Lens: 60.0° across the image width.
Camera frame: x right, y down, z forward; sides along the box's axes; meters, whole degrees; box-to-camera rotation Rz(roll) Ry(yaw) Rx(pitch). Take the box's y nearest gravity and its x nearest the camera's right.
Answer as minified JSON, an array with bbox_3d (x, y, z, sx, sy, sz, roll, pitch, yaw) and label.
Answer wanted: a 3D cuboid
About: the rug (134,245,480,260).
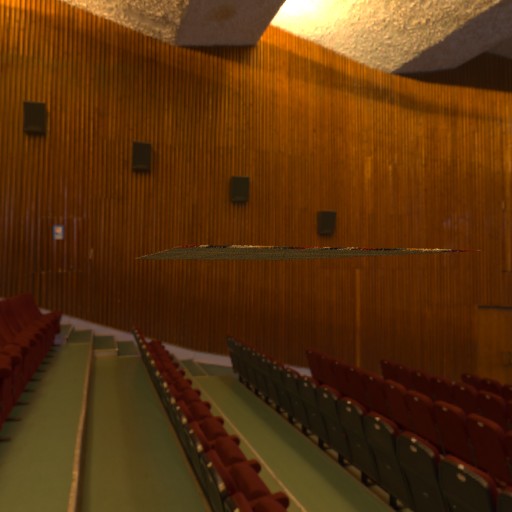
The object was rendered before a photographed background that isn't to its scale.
[{"bbox_3d":[0.000,0.000,3.050,1.465,0.012,2.465,1,-2,-20],"label":"rug"}]
